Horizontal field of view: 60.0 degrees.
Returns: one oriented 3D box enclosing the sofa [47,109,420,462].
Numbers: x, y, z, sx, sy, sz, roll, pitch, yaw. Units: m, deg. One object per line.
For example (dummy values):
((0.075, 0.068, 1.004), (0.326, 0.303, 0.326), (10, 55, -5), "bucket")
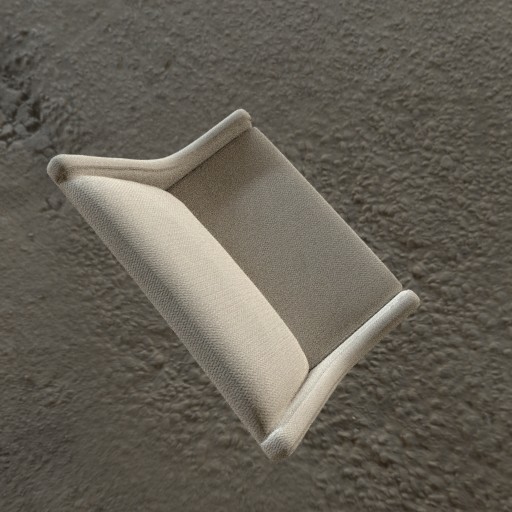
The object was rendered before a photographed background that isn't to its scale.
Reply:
((0.000, 0.000, 1.919), (0.870, 1.022, 1.242), (-39, 79, -9), "sofa")
